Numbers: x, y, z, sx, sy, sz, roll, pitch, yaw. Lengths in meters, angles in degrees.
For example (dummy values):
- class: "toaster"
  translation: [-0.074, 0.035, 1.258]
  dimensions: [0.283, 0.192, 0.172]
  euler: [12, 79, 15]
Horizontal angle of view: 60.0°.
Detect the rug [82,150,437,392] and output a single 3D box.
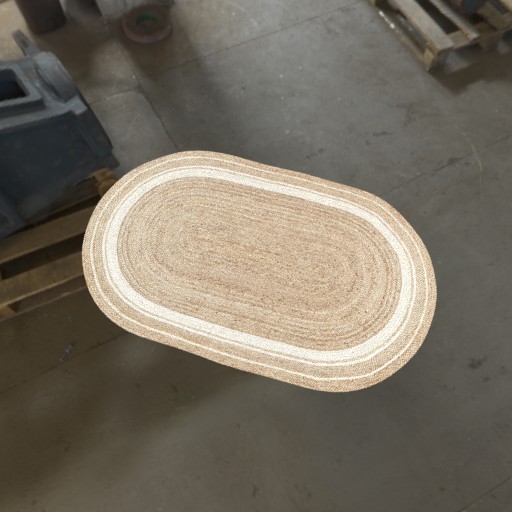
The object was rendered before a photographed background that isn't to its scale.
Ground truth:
- class: "rug"
  translation: [0.000, 0.000, 3.025]
  dimensions: [2.432, 0.006, 1.520]
  euler: [16, 65, 7]
